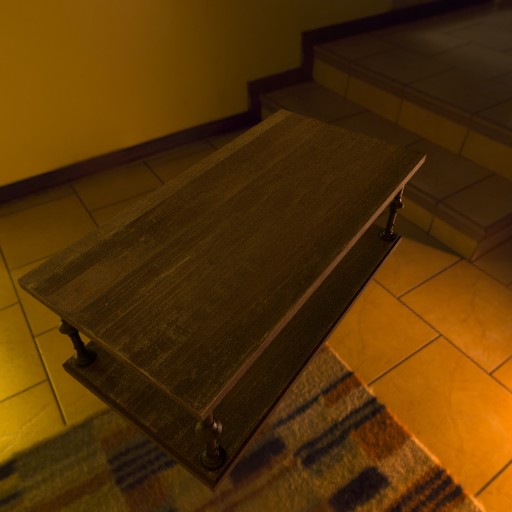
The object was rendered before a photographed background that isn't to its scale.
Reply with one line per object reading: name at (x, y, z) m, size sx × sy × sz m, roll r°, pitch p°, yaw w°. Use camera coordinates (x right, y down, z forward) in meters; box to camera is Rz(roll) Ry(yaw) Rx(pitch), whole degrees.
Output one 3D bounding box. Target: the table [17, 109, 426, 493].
table at (0.000, 0.000, 1.337) m, size 0.554 × 0.373 × 1.088 m, roll 26°, pitch 49°, yaw 25°
